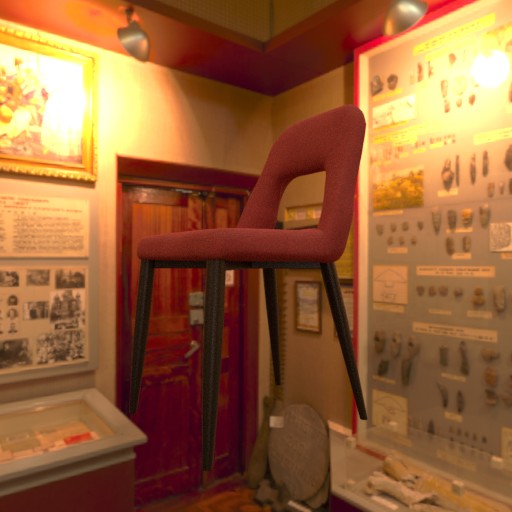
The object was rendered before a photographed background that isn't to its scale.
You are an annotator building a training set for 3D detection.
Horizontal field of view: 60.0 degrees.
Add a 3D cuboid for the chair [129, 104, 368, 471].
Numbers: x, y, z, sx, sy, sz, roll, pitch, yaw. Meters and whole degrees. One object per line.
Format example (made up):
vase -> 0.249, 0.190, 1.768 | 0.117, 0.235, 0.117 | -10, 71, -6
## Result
chair -> 0.000, 0.000, 1.234 | 0.569, 0.892, 0.483 | 0, 0, -36
